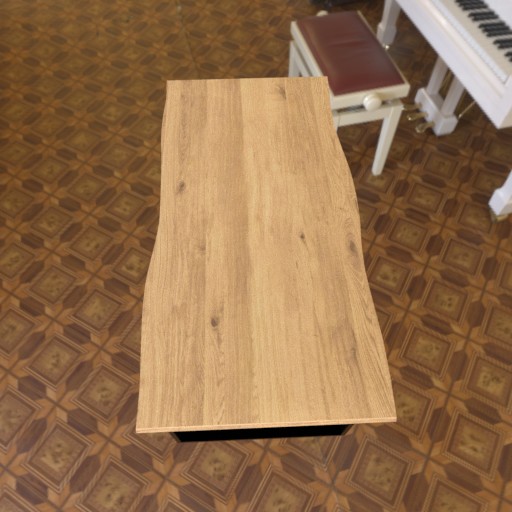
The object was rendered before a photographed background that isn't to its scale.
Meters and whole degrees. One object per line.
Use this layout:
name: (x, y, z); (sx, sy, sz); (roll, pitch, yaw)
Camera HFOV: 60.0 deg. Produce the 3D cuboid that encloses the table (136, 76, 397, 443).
table: (0.000, 0.000, 2.252); (0.900, 0.780, 1.800); (-2, 58, -1)
